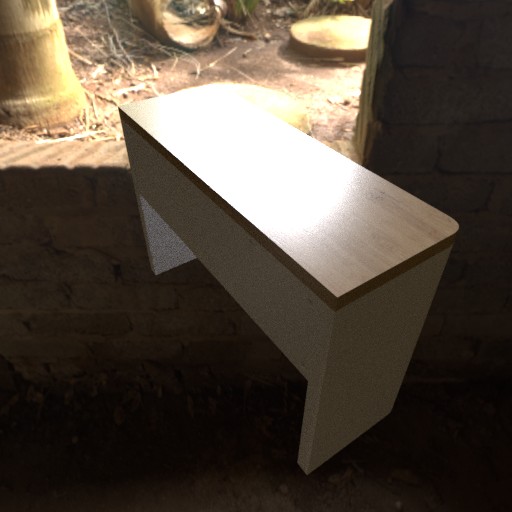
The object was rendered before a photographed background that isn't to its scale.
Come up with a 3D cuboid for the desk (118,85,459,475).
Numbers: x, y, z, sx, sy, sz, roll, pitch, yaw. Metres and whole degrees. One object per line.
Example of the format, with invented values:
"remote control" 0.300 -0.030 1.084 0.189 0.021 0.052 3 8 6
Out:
"desk" 0.000 0.000 1.499 0.390 0.760 1.100 -24 46 -26
